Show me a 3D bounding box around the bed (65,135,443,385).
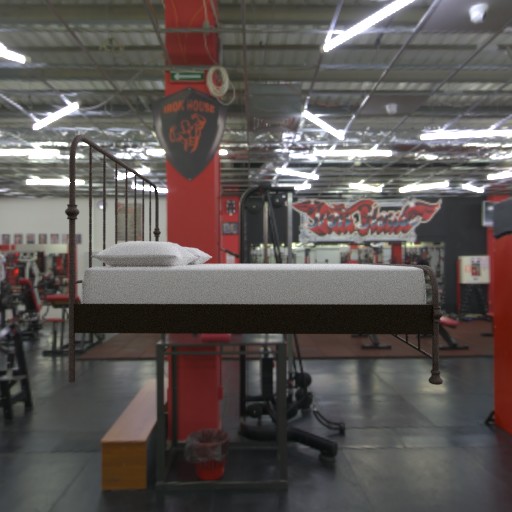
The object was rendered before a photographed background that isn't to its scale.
[{"bbox_3d":[0.000,0.000,3.492,2.134,1.446,2.044,0,0,1],"label":"bed"}]
